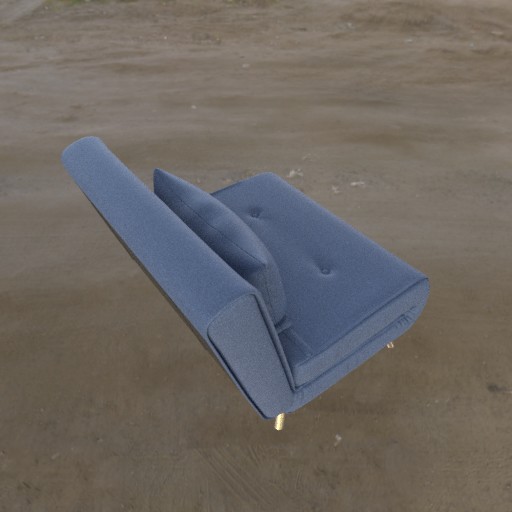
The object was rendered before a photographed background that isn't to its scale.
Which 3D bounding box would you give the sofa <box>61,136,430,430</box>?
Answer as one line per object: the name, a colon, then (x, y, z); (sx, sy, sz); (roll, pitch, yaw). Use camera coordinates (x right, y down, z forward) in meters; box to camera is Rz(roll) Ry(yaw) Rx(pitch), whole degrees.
sofa: (0.000, 0.000, 1.733); (0.996, 0.860, 0.999); (-26, 48, -27)
